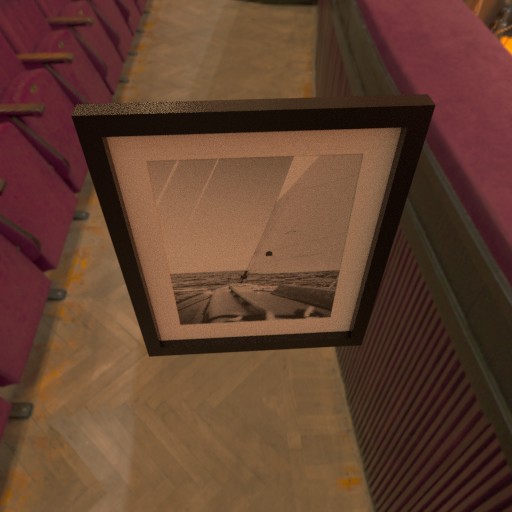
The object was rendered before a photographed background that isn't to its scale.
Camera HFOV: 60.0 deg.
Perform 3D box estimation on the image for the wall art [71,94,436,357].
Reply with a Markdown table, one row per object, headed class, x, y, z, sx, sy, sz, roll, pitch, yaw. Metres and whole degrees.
| class | x | y | z | sx | sy | sz | roll | pitch | yaw |
| --- | --- | --- | --- | --- | --- | --- | --- | --- | --- |
| wall art | 0.000 | 0.000 | 0.770 | 0.461 | 0.558 | 0.031 | -3 | 46 | -2 |
